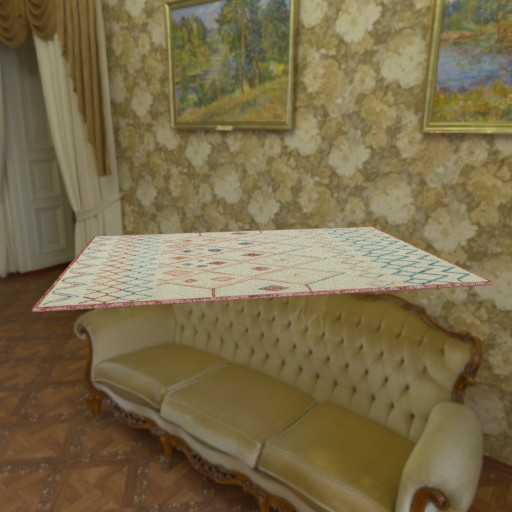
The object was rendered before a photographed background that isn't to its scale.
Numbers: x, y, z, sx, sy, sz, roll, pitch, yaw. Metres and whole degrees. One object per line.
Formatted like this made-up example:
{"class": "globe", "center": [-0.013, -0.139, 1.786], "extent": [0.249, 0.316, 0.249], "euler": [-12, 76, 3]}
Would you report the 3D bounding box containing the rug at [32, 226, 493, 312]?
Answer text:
{"class": "rug", "center": [0.000, 0.000, 2.304], "extent": [1.829, 0.016, 1.219], "euler": [-2, 15, -9]}
